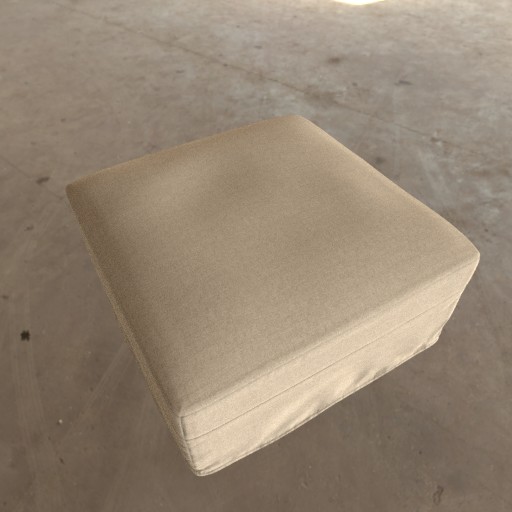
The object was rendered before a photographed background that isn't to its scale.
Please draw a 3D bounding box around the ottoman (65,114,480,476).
[{"bbox_3d":[0.000,0.000,1.298,0.840,0.436,0.843,-23,50,-21],"label":"ottoman"}]
